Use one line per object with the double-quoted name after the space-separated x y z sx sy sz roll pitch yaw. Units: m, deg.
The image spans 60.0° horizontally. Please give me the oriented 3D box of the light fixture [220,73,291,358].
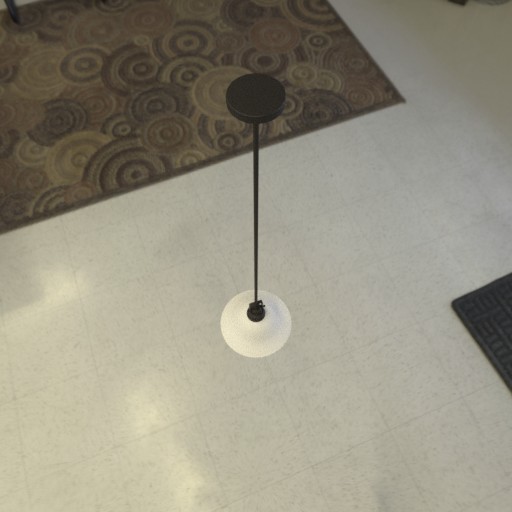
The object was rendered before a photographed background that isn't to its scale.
0.000 0.000 1.428 0.324 1.337 0.324 -17 64 -9 "light fixture"
